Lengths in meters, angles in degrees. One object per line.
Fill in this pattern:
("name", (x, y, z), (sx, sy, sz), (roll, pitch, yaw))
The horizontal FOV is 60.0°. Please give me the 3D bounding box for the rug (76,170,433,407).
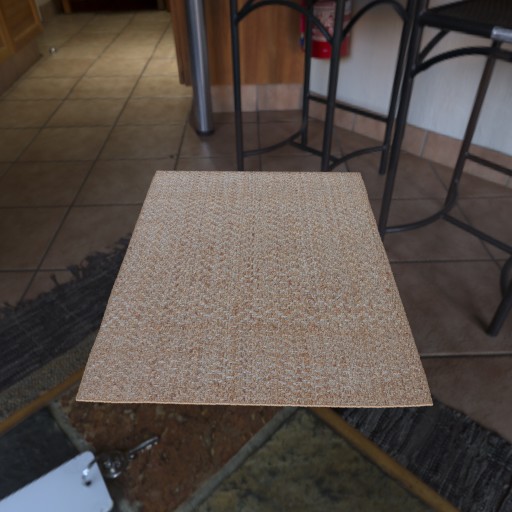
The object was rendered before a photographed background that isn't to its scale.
("rug", (0.000, 0.000, 4.109), (2.439, 0.013, 3.048), (1, 41, 1))
